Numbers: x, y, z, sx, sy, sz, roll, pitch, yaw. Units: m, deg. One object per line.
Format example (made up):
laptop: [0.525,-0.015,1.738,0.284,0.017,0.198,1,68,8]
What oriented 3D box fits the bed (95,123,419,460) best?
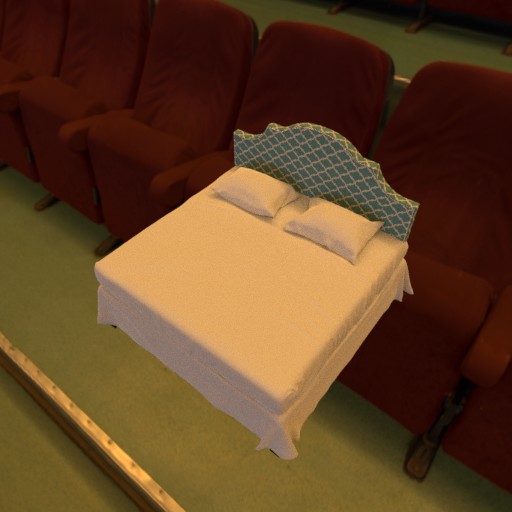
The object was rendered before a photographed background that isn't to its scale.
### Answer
bed: [0.000,0.000,3.847,2.314,1.601,2.222,29,52,26]
